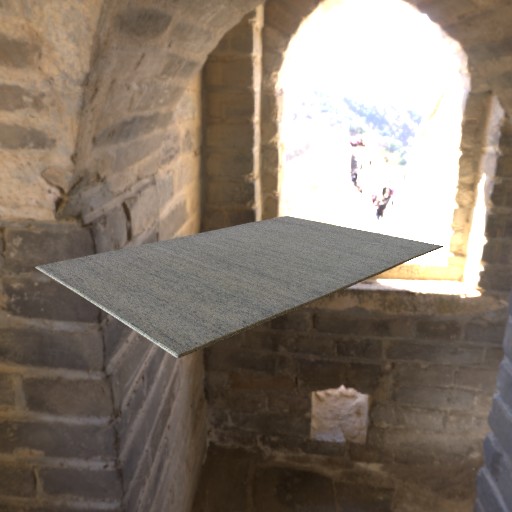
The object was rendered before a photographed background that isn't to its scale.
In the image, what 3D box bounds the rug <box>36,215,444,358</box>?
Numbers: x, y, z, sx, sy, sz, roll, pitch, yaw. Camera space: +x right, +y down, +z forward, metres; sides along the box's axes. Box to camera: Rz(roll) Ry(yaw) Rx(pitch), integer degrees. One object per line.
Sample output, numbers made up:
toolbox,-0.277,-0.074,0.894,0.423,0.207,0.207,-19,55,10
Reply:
rug,0.000,0.000,2.915,2.263,0.017,1.523,-15,22,-42
